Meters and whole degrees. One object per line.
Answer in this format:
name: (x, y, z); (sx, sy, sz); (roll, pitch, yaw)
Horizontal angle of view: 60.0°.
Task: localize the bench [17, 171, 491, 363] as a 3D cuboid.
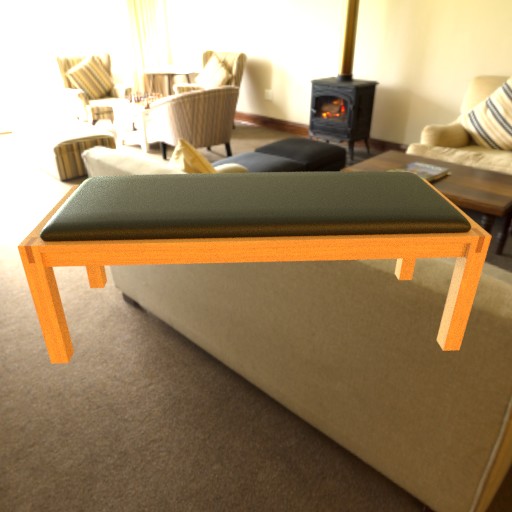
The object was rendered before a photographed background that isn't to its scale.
bench: (0.000, 0.000, 1.396); (1.202, 0.430, 0.450); (-1, 29, -2)
